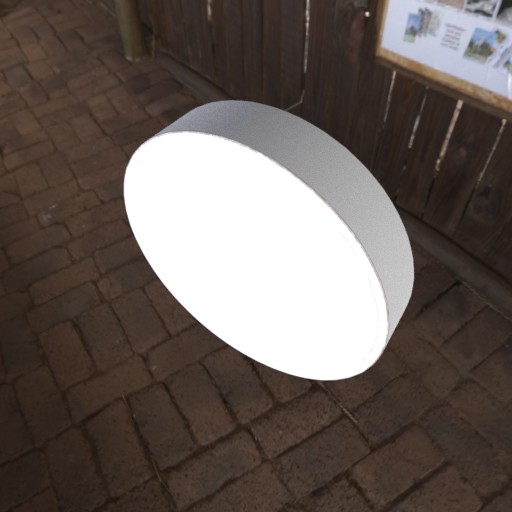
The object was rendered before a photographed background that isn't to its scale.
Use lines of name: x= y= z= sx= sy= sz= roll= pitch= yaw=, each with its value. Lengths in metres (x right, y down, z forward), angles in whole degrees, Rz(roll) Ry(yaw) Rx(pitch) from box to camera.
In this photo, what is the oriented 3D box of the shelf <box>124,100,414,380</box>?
shelf: x=0.000 y=0.000 z=1.209 sx=0.806 sy=0.807 sz=0.158 roll=26 pitch=52 yaw=22
